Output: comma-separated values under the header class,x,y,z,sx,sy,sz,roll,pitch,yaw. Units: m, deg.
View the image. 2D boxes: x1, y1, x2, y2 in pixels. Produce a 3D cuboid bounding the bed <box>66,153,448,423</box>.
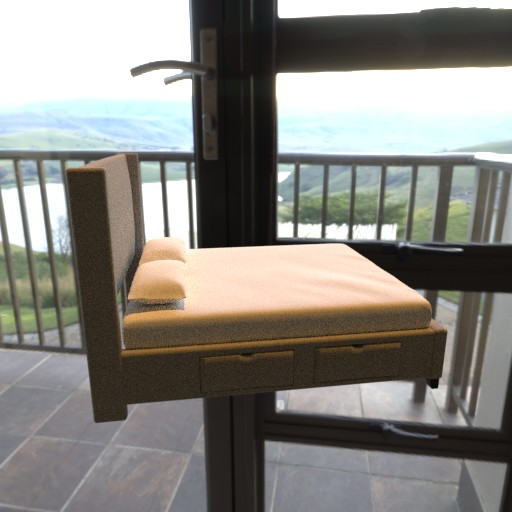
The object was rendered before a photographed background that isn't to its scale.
class,x,y,z,sx,sy,sz,roll,pitch,yaw
bed,0.000,0.000,3.424,2.222,1.491,1.774,-2,16,-9
